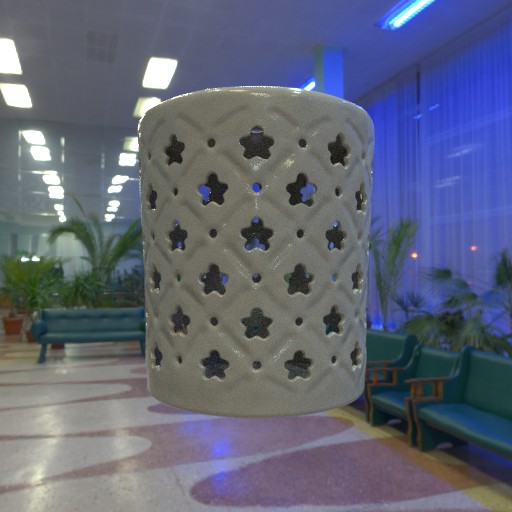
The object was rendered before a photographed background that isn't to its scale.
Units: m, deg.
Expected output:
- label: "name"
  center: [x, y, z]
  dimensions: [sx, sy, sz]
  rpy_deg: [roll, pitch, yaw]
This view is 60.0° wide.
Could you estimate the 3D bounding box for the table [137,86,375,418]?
- label: "table"
  center: [0.000, 0.000, 0.670]
  dimensions: [0.352, 0.387, 0.352]
  rpy_deg: [0, -2, 0]
